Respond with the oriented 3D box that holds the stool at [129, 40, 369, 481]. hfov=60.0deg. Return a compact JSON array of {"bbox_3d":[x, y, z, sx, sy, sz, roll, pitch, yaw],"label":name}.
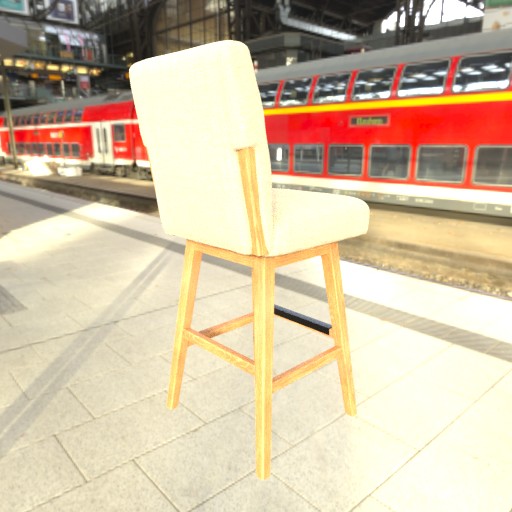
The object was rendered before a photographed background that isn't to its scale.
[{"bbox_3d":[0.000,0.000,1.370,0.569,1.106,0.483,-14,20,-42],"label":"stool"}]
